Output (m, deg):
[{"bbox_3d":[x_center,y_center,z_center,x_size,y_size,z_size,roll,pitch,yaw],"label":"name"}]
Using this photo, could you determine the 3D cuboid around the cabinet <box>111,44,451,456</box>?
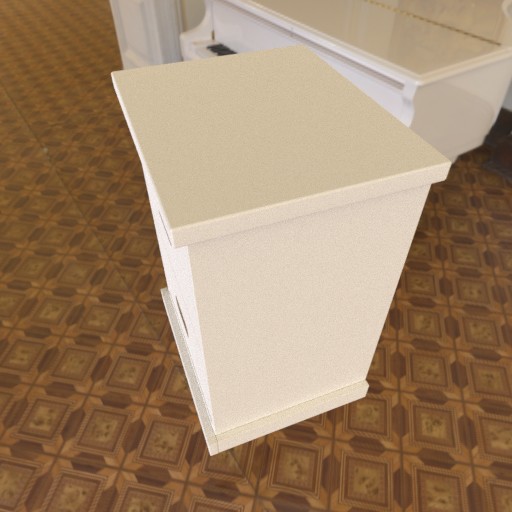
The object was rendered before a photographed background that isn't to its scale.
[{"bbox_3d":[0.000,0.000,1.033,0.431,0.723,0.520,-15,47,-15],"label":"cabinet"}]
